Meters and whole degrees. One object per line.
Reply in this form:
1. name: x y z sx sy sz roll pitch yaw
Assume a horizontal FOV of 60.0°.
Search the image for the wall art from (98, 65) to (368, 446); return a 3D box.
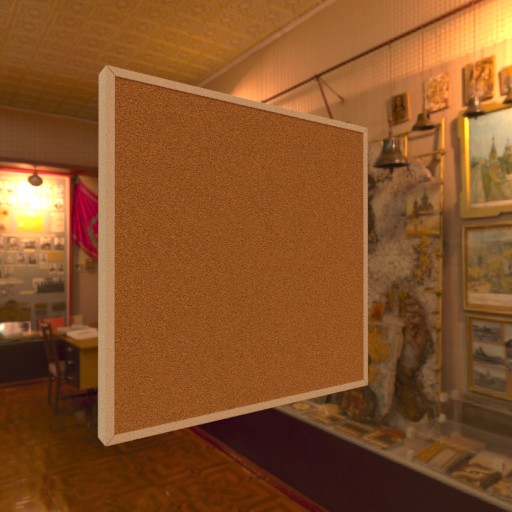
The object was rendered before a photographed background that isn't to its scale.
1. wall art: 0.000 0.000 0.747 0.508 0.508 0.037 0 0 -34
